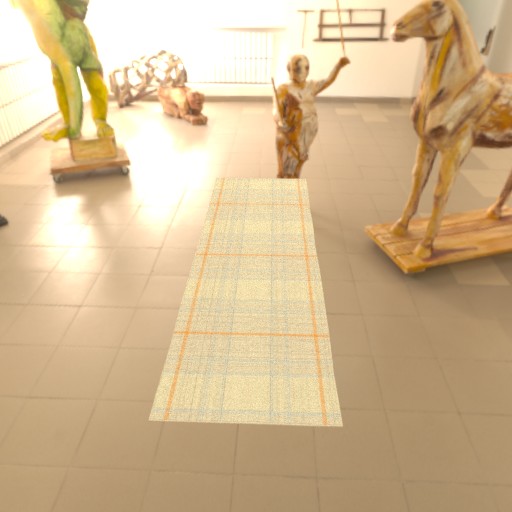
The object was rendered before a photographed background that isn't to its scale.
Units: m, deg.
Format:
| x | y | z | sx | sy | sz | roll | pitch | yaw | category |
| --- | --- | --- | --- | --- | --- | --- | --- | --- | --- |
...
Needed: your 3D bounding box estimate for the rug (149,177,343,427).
| x | y | z | sx | sy | sz | roll | pitch | yaw | category |
| --- | --- | --- | --- | --- | --- | --- | --- | --- | --- |
| 0.000 | 0.000 | 2.770 | 0.770 | 0.016 | 2.442 | 1 | 33 | 2 | rug |
